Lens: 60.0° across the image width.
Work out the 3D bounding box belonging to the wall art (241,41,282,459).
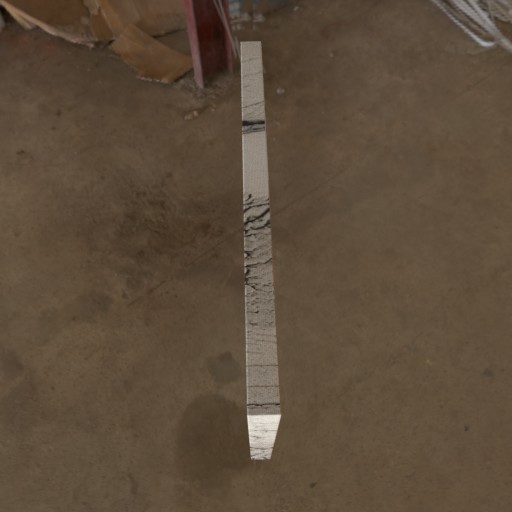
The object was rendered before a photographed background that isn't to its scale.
[{"bbox_3d":[0.000,0.000,0.779,0.035,0.407,0.613,-1,60,-1],"label":"wall art"}]
